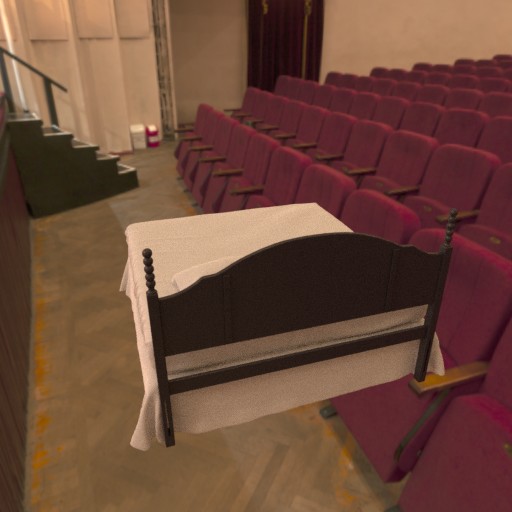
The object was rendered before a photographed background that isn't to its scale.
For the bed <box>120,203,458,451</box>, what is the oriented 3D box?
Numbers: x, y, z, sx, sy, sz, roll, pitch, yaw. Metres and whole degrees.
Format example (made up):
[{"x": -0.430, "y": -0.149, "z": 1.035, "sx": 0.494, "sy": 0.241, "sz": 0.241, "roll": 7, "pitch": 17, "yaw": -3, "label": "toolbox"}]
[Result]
[{"x": 0.000, "y": 0.000, "z": 3.675, "sx": 2.322, "sy": 1.355, "sz": 2.219, "roll": -8, "pitch": 27, "yaw": -16, "label": "bed"}]
